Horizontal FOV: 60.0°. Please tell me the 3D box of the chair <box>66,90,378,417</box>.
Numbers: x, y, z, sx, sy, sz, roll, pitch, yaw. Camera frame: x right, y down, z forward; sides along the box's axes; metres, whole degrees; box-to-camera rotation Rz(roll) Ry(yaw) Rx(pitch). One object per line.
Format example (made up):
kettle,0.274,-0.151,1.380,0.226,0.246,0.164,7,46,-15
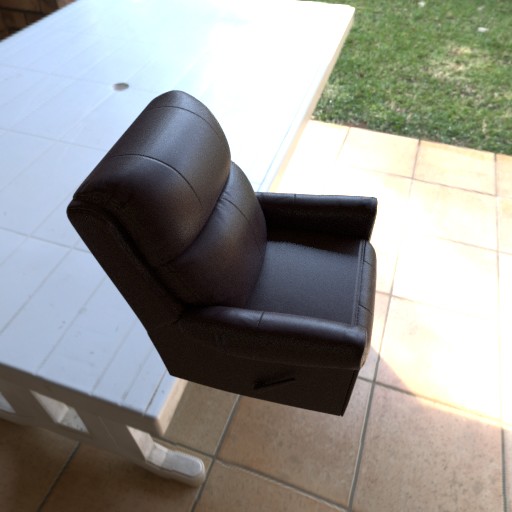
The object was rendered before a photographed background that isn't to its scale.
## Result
chair,0.000,0.000,1.801,1.014,1.054,0.838,10,47,9
